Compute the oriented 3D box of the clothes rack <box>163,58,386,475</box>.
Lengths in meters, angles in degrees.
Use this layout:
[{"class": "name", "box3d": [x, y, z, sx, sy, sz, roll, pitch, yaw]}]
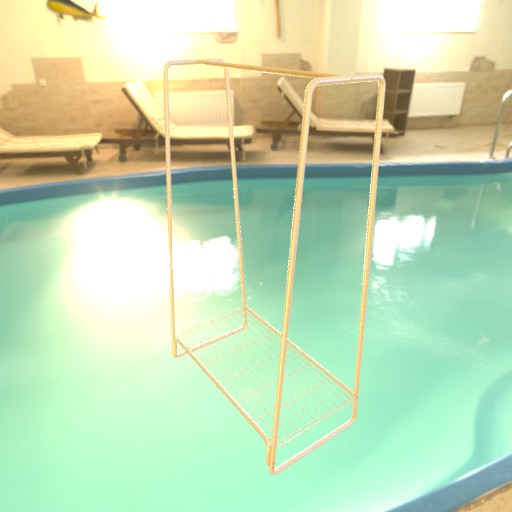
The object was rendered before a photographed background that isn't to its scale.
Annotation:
[{"class": "clothes rack", "box3d": [0.000, 0.000, 1.897, 0.495, 1.500, 0.900, -18, 32, -31]}]
